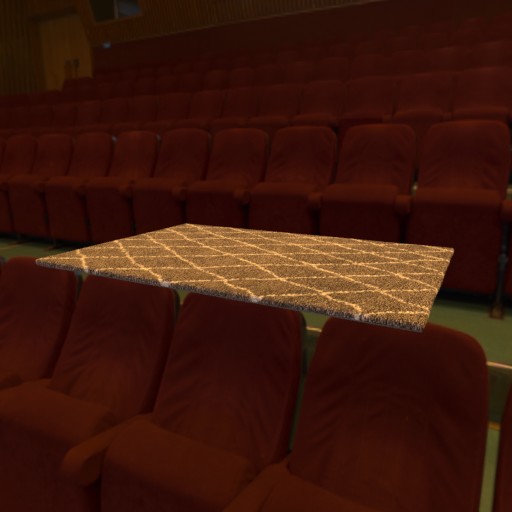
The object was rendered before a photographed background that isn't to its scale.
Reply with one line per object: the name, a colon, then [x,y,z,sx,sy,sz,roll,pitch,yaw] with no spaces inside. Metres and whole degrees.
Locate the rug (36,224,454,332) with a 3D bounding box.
rug: [0.000,0.000,2.263,1.778,0.030,1.219,7,15,27]
